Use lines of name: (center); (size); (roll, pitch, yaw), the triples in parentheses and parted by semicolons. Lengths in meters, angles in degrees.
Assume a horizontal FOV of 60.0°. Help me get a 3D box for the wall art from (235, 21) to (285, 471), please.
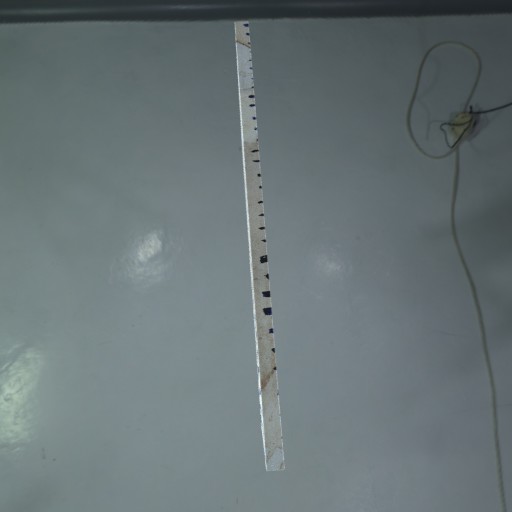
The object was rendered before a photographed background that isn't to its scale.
wall art: (0.000, 0.000, 1.157); (0.030, 0.609, 0.919); (-4, 74, -1)
